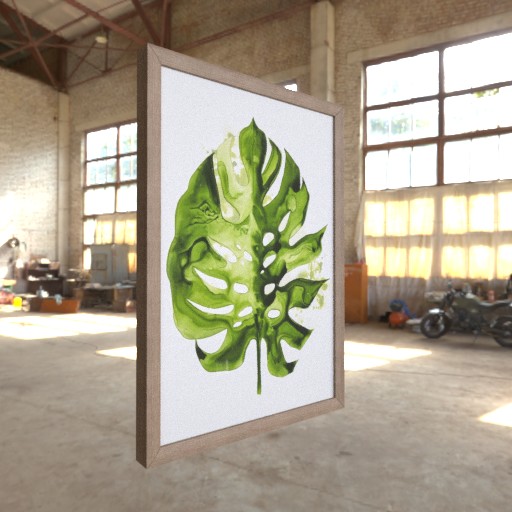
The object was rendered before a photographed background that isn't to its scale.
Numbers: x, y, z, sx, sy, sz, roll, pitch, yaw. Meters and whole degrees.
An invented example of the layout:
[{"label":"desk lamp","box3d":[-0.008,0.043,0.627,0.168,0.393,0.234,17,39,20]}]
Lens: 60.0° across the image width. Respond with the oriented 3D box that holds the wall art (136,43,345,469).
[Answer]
[{"label":"wall art","box3d":[0.000,0.000,0.650,0.356,0.509,0.031,0,-1,-38]}]
